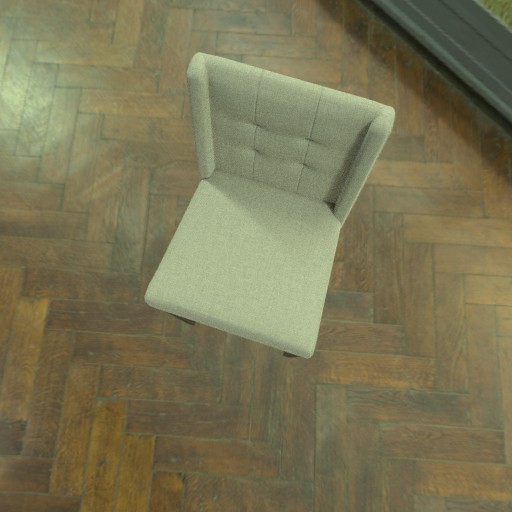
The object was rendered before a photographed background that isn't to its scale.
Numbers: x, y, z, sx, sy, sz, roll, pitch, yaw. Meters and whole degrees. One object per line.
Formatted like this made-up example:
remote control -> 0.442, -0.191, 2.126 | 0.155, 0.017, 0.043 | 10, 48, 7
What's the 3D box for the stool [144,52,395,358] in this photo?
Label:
stool -> 0.000, 0.000, 1.382 | 0.474, 1.116, 0.509 | 18, 77, 4
